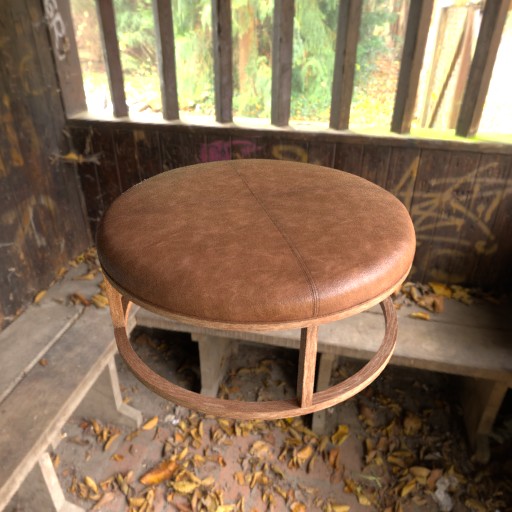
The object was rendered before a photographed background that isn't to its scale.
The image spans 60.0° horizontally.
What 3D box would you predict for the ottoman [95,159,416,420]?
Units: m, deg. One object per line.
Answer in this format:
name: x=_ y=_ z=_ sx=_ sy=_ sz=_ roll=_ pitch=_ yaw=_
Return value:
ottoman: x=0.000 y=0.000 z=1.514 sx=1.006 sy=0.445 sz=1.006 roll=0 pitch=30 yaw=0
